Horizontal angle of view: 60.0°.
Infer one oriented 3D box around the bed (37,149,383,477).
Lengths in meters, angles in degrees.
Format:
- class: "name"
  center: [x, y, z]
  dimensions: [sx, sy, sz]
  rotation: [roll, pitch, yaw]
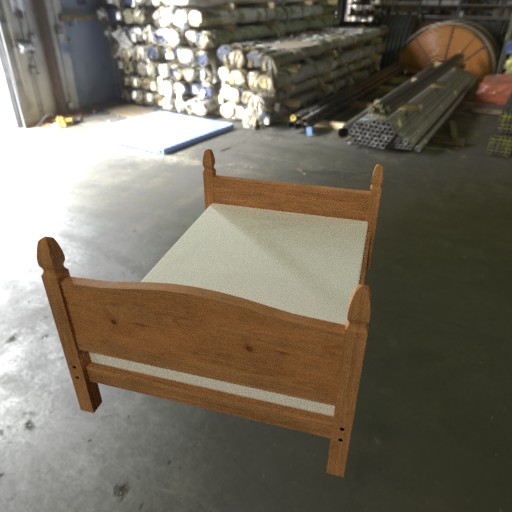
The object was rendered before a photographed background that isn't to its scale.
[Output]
- class: "bed"
  center: [0.000, 0.000, 2.919]
  dimensions: [1.490, 1.100, 2.069]
  rotation: [8, 32, 14]
